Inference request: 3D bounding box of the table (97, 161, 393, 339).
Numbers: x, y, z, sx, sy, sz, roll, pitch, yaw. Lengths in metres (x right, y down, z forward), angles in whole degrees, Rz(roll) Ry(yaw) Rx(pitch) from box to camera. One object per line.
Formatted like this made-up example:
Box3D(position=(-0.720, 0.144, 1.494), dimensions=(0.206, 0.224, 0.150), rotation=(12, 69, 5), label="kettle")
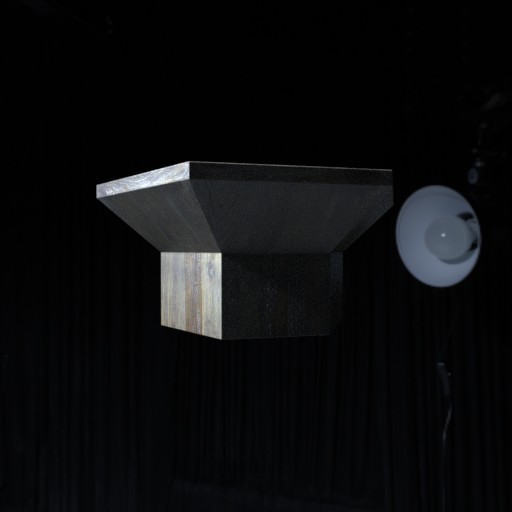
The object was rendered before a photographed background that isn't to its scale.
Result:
Box3D(position=(0.000, 0.000, 1.639), dimensions=(0.966, 0.488, 1.115), rotation=(0, 1, 17), label="table")
